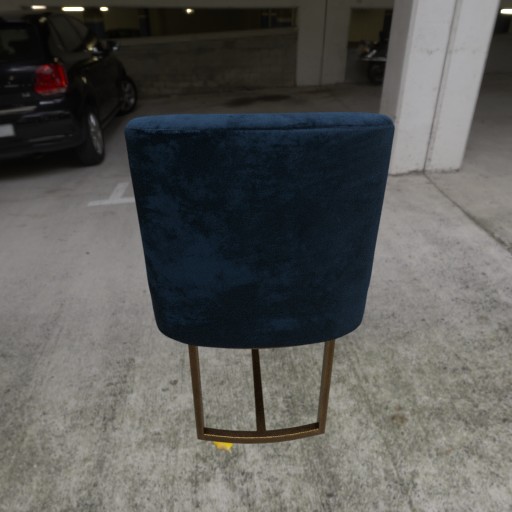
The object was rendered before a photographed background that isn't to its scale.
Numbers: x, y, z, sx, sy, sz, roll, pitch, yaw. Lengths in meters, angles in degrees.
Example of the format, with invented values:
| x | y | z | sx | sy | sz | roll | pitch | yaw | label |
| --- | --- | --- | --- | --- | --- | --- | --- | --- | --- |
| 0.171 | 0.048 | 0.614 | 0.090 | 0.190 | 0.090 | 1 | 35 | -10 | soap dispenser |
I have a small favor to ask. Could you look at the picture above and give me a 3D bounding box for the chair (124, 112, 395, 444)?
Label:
| x | y | z | sx | sy | sz | roll | pitch | yaw | label |
| --- | --- | --- | --- | --- | --- | --- | --- | --- | --- |
| 0.000 | 0.000 | 1.162 | 0.530 | 0.824 | 0.560 | -2 | 30 | -3 | chair |
